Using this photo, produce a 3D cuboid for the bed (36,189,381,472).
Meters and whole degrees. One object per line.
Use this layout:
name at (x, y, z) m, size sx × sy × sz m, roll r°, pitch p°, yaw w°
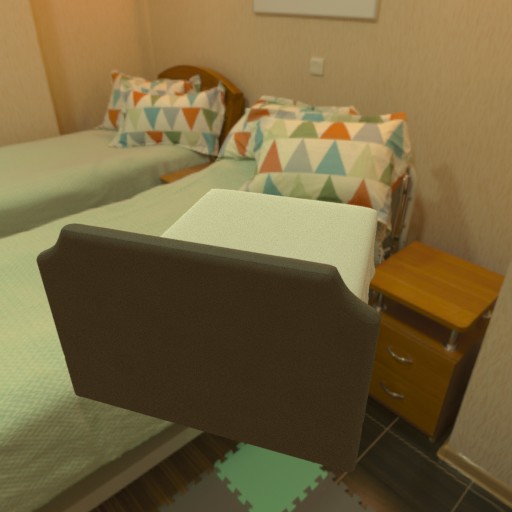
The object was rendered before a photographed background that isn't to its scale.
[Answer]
bed at (0.000, 0.000, 3.243) m, size 1.831 × 1.297 × 2.181 m, roll 9°, pitch 32°, yaw 15°
